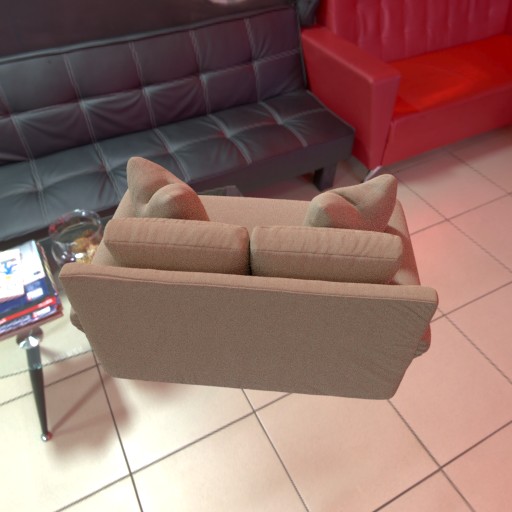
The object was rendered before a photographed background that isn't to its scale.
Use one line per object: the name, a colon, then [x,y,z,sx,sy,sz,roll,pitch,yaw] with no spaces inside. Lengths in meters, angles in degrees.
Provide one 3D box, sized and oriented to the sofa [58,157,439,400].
sofa: [0.000,0.000,2.250,1.550,0.905,1.070,4,47,4]
